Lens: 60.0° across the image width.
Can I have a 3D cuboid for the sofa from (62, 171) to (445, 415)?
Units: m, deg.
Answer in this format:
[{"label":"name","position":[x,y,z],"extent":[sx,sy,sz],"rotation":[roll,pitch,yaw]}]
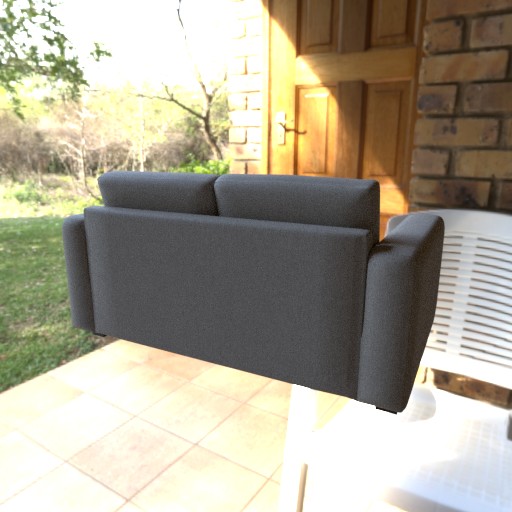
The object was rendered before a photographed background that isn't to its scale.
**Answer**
[{"label":"sofa","position":[0.000,0.000,2.057],"extent":[1.540,0.800,0.900],"rotation":[7,16,26]}]
